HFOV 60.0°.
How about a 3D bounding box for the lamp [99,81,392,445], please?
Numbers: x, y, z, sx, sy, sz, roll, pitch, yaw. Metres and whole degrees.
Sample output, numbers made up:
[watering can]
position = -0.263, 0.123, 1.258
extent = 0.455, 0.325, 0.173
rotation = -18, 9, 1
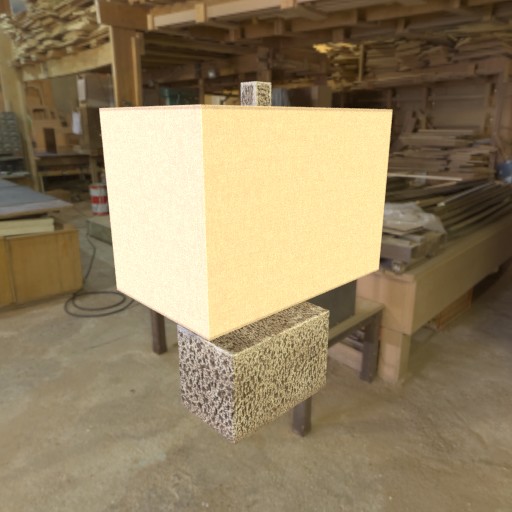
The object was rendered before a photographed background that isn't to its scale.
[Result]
[lamp]
position = 0.000, 0.000, 0.563
extent = 0.294, 0.411, 0.180
rotation = -16, 23, -41
